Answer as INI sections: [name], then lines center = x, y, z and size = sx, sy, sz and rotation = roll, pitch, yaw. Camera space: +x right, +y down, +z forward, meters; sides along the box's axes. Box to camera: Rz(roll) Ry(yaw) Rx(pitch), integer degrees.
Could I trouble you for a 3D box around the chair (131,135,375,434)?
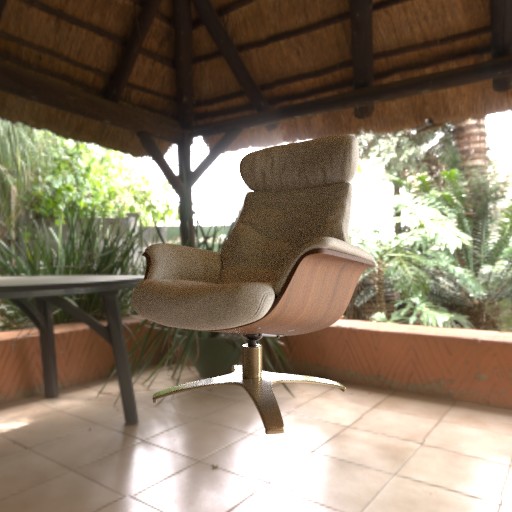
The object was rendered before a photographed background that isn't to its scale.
[chair]
center = 0.000, 0.000, 1.619
size = 0.785, 0.995, 0.837
rotation = 0, -1, 35
